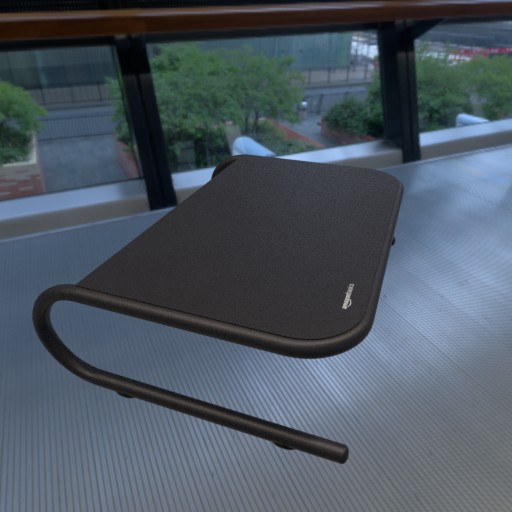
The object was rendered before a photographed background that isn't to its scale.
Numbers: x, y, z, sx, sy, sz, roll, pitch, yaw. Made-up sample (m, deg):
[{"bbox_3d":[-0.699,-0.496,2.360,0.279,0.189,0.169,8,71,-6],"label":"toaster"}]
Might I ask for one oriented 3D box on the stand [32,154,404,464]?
[{"bbox_3d":[0.000,0.000,0.492,0.280,0.108,0.370,11,32,18],"label":"stand"}]
